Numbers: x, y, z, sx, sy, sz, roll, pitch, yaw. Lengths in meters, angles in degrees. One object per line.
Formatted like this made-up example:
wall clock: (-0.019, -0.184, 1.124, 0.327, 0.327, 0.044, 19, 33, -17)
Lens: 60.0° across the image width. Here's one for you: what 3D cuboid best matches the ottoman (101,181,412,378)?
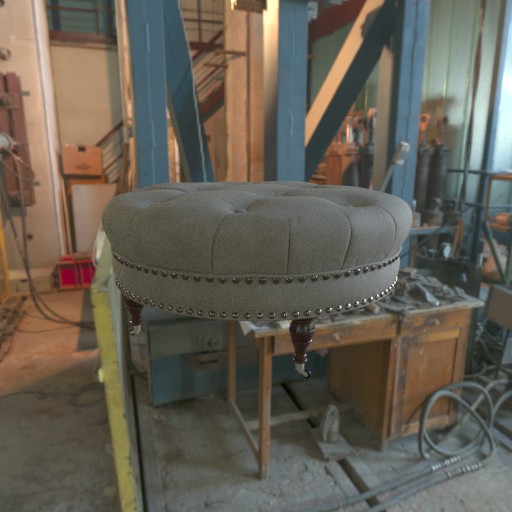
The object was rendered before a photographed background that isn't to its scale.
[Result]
ottoman: (0.000, 0.000, 1.383, 0.901, 0.439, 0.901, 0, 14, 0)
